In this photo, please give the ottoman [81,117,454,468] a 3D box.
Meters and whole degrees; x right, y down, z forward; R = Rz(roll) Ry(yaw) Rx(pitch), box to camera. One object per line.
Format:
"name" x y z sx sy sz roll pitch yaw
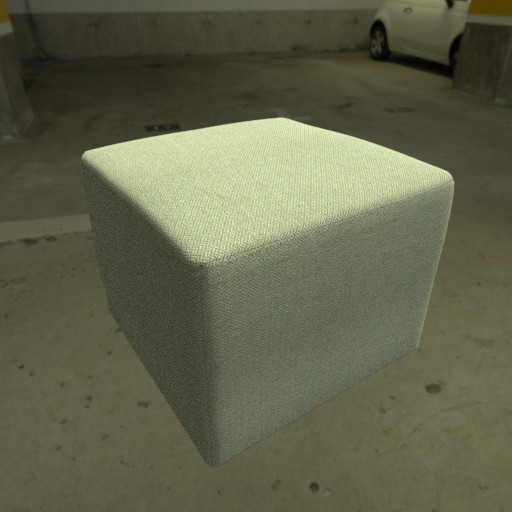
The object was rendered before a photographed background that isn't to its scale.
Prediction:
"ottoman" 0.000 0.000 0.908 0.521 0.453 0.512 -19 36 -29
